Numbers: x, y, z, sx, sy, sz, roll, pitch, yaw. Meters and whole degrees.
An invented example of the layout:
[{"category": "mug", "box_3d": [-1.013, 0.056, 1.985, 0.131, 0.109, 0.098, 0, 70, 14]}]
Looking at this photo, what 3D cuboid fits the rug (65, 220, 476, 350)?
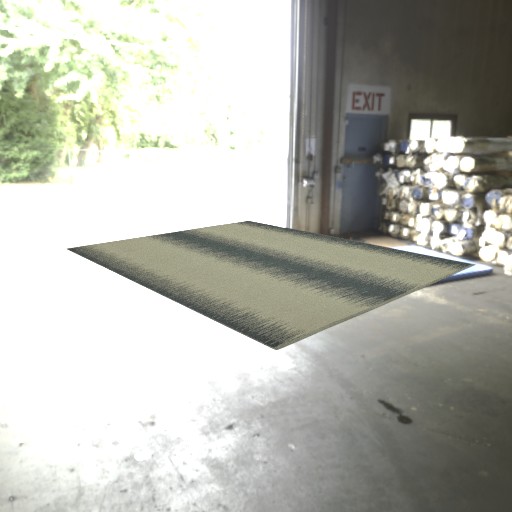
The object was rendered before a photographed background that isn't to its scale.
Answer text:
[{"category": "rug", "box_3d": [0.000, 0.000, 4.158, 2.453, 0.004, 3.037, -13, 19, -40]}]
